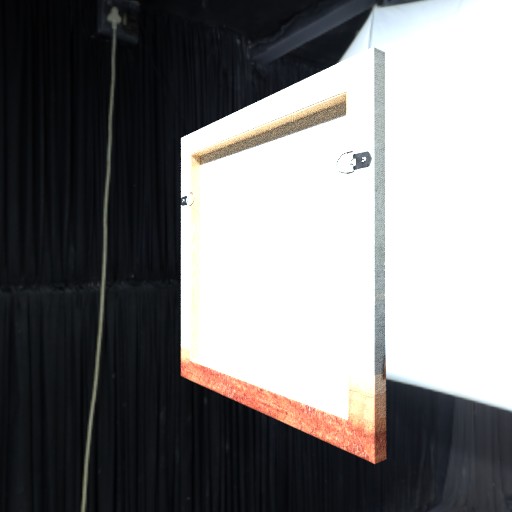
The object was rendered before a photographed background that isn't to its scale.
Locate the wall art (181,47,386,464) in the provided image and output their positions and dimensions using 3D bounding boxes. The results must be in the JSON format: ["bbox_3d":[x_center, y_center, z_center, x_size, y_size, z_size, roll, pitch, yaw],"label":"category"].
[{"bbox_3d":[0.000,0.000,1.120,0.042,0.760,0.760,0,-1,-37],"label":"wall art"}]
